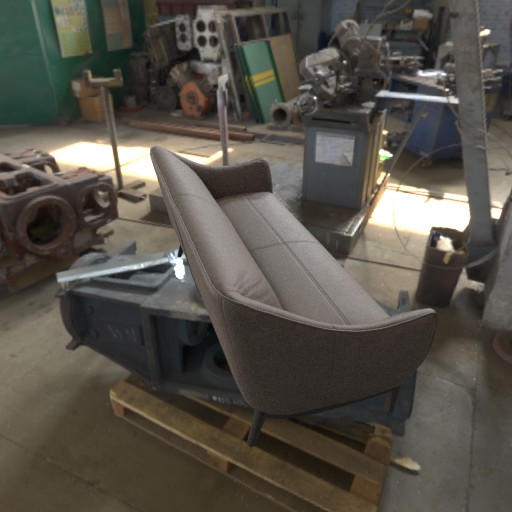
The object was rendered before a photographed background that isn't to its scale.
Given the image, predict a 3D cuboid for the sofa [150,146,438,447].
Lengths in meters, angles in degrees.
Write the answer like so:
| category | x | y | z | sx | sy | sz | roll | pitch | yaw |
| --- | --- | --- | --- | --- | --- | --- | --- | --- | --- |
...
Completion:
| category | x | y | z | sx | sy | sz | roll | pitch | yaw |
| --- | --- | --- | --- | --- | --- | --- | --- | --- | --- |
| sofa | 0.000 | 0.000 | 2.433 | 0.869 | 0.831 | 1.928 | -10 | 32 | -16 |
